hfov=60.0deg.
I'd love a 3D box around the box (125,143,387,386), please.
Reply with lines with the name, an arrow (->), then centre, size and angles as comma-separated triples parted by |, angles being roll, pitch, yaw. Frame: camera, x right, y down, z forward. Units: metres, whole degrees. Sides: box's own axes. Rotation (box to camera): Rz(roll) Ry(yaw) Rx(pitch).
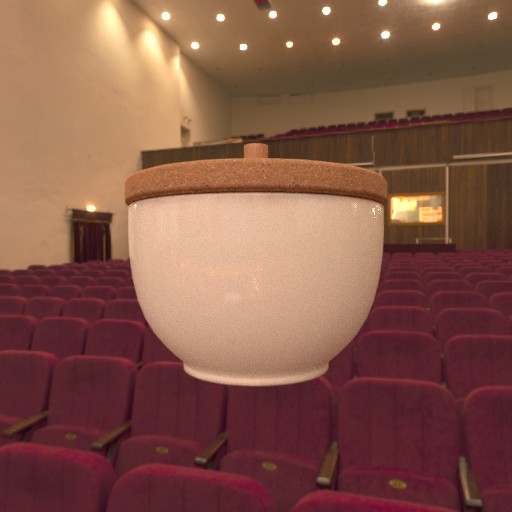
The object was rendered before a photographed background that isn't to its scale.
box -> 0.000, 0.000, 0.189 | 0.107, 0.094, 0.107 | 0, 0, 0
